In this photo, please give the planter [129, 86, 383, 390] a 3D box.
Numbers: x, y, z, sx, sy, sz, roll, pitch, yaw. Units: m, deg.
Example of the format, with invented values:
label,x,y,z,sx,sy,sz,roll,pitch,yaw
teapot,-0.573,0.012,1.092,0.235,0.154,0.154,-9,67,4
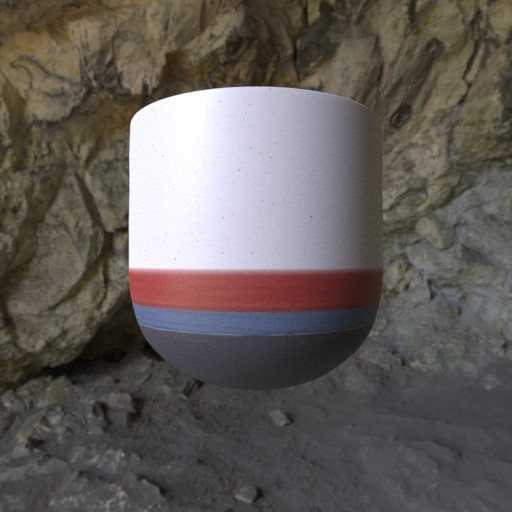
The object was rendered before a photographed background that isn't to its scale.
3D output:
label,x,y,z,sx,sy,sz,roll,pitch,yaw
planter,0.000,0.000,0.486,0.268,0.270,0.268,0,-1,0
